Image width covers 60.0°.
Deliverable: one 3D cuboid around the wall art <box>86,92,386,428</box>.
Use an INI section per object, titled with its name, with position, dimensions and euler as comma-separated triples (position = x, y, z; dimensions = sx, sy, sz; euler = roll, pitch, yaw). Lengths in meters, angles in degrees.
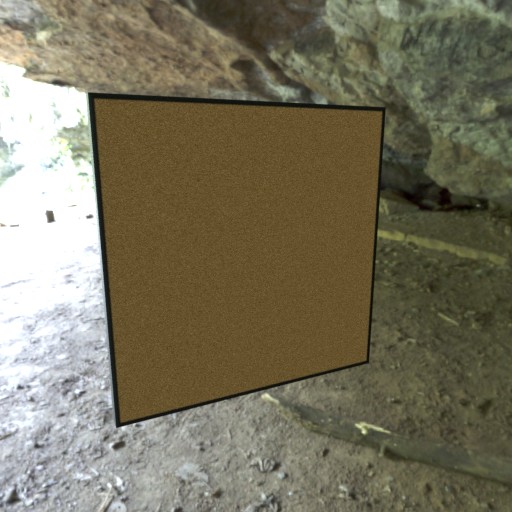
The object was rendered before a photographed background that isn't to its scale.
[wall art]
position = 0.000, 0.000, 0.773
dimensions = 0.513, 0.511, 0.028
euler = -6, 15, -25
